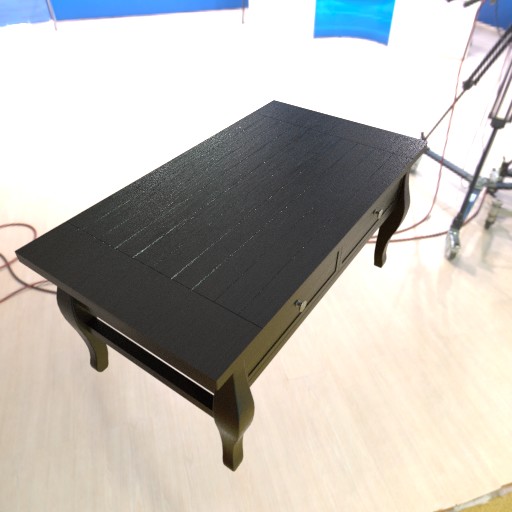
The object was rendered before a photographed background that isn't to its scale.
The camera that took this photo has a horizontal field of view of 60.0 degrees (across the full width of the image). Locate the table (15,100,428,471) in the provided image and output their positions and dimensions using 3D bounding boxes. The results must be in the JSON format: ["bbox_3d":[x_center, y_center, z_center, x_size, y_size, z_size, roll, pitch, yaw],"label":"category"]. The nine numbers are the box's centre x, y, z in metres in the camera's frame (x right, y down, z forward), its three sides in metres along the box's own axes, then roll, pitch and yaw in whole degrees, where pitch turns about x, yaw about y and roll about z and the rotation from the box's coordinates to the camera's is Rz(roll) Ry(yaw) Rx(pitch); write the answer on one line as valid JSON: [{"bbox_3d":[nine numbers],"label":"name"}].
[{"bbox_3d":[0.000,0.000,1.360,0.600,0.494,1.062,25,47,26],"label":"table"}]
